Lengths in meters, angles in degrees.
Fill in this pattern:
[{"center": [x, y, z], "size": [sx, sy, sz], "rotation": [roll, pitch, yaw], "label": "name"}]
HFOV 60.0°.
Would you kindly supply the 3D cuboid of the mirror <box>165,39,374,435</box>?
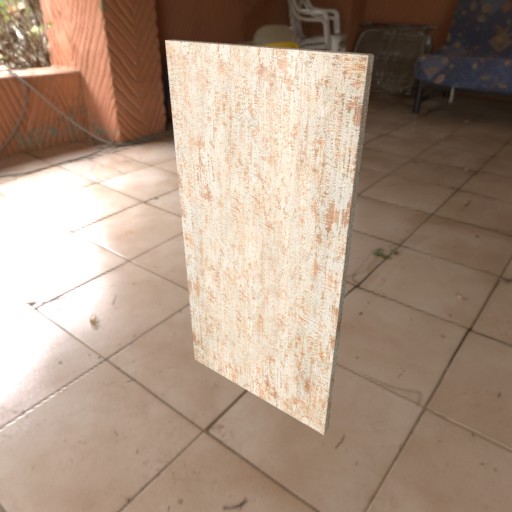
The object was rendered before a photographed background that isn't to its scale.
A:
[{"center": [0.000, 0.000, 1.074], "size": [0.472, 0.922, 0.027], "rotation": [21, 36, 31], "label": "mirror"}]
